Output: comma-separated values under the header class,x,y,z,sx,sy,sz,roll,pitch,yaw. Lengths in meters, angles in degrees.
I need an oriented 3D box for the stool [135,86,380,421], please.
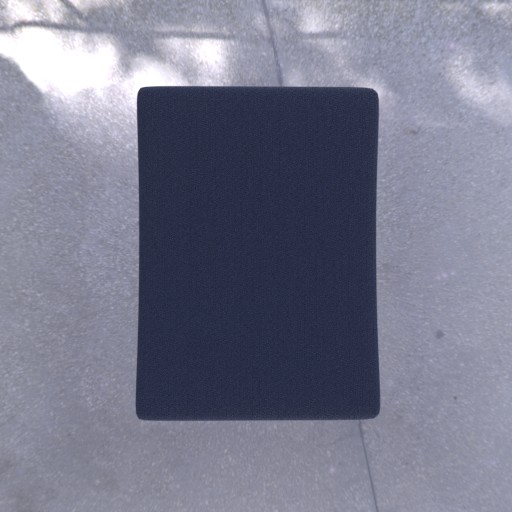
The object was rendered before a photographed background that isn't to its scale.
class,x,y,z,sx,sy,sz,roll,pitch,yaw
stool,0.000,0.000,0.921,0.361,0.642,0.500,0,89,-1
